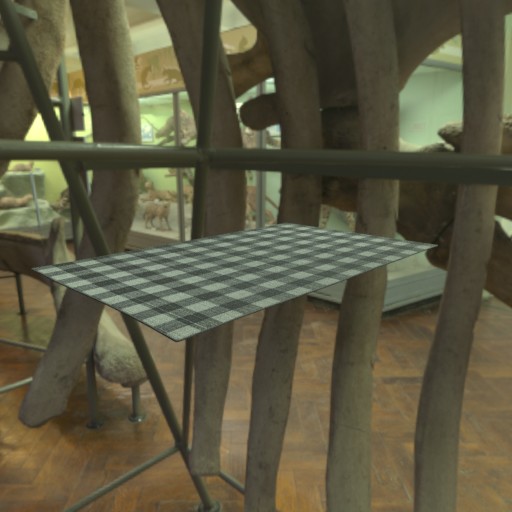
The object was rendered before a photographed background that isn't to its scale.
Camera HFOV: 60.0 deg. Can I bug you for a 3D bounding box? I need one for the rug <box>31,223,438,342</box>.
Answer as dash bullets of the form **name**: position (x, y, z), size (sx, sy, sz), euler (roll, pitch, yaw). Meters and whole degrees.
- **rug**: position (0.000, 0.000, 3.107), size (1.554, 0.011, 2.476), euler (13, 19, 43)
